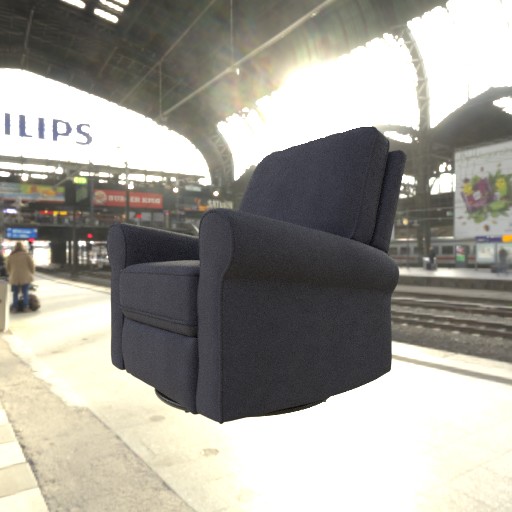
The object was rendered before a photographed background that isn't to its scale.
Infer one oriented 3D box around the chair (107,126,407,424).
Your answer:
[{"bbox_3d":[0.000,0.000,1.658,0.878,0.961,0.890,0,0,-38],"label":"chair"}]
